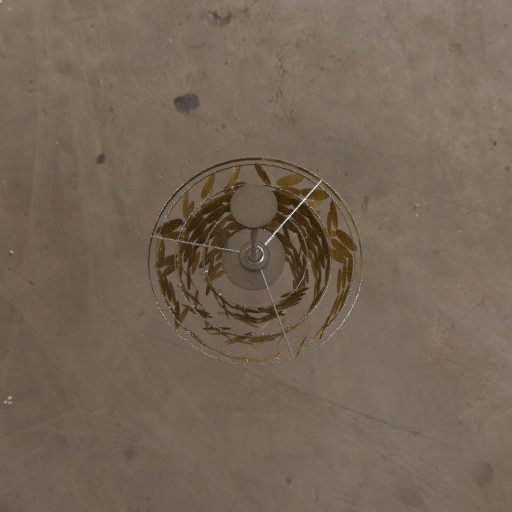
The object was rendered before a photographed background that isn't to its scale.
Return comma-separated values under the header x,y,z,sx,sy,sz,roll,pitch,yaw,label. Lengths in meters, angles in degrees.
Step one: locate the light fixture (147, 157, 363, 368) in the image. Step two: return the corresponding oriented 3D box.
x,y,z,sx,sy,sz,roll,pitch,yaw,label
0.000,0.000,0.744,0.368,0.492,0.368,0,75,0,light fixture
